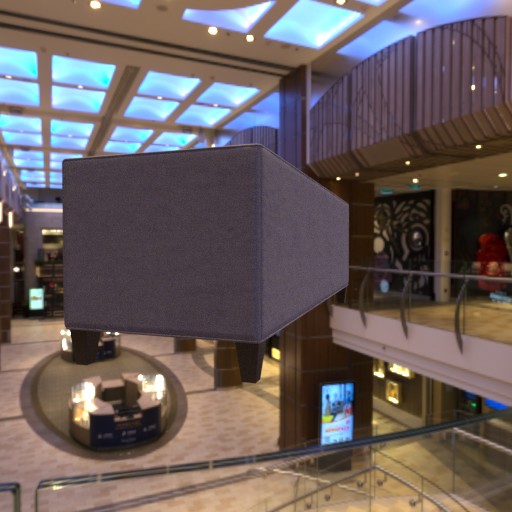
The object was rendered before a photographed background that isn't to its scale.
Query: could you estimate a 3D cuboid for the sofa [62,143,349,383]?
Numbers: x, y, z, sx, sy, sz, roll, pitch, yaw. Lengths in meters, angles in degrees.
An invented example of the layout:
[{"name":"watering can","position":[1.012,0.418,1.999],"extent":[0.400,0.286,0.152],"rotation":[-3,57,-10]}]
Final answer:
[{"name":"sofa","position":[0.000,0.000,2.520],"extent":[0.775,0.762,2.159],"rotation":[0,1,19]}]
